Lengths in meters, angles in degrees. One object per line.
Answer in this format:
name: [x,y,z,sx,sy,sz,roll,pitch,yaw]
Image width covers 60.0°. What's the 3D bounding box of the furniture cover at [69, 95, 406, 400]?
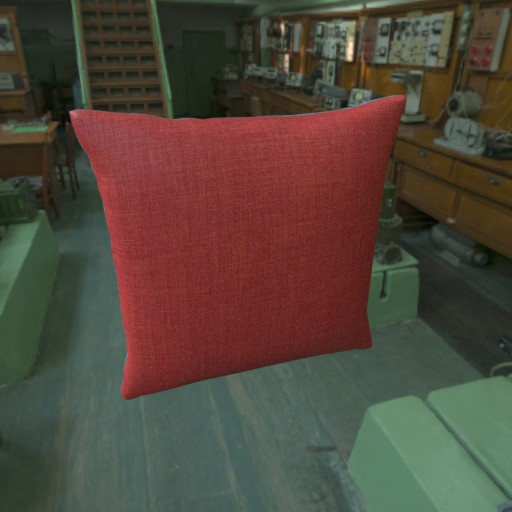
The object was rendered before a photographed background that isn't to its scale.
furniture cover: [0.000,0.000,0.764,0.517,0.508,0.158,-8,27,-16]
